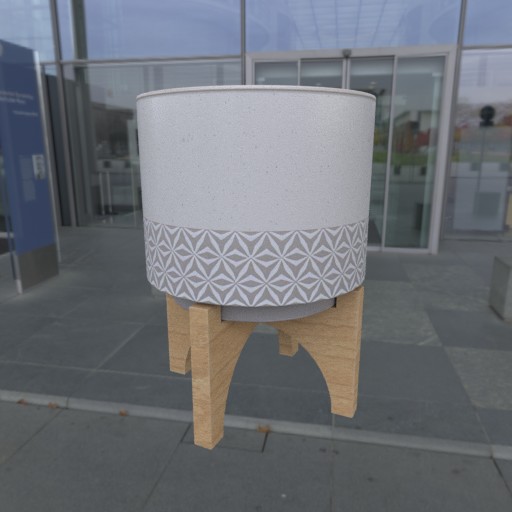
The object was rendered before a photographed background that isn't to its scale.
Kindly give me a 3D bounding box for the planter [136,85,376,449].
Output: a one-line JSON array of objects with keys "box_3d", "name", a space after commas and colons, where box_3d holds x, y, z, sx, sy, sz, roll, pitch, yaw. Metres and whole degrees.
[{"box_3d": [0.000, 0.000, 0.515, 0.249, 0.343, 0.249, 0, 14, 0], "name": "planter"}]
